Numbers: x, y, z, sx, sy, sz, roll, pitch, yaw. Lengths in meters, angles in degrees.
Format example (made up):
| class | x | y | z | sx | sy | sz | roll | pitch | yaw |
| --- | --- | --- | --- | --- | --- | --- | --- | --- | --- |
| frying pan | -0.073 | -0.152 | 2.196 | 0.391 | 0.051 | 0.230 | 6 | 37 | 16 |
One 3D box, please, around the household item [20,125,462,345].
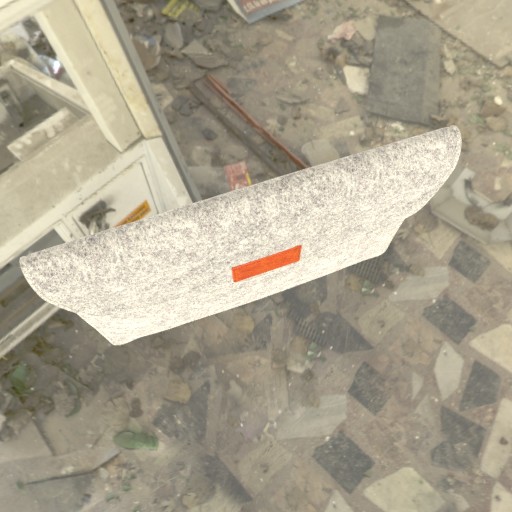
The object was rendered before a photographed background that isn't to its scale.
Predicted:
| class | x | y | z | sx | sy | sz | roll | pitch | yaw |
| --- | --- | --- | --- | --- | --- | --- | --- | --- | --- |
| household item | 0.000 | 0.000 | 0.418 | 0.335 | 0.221 | 0.057 | -18 | 65 | -9 |
